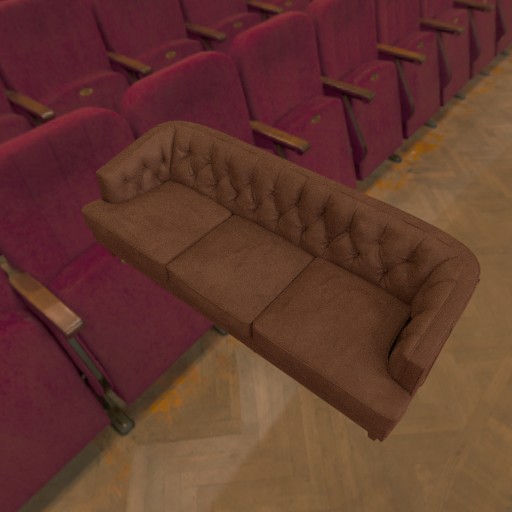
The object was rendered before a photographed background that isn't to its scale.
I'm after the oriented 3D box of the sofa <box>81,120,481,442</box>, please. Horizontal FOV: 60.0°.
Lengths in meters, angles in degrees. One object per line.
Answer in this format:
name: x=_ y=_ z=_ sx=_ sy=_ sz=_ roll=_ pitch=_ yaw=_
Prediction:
sofa: x=0.000 y=0.000 z=2.615 sx=2.227 sy=0.787 sz=0.927 roll=30 pitch=52 yaw=26
